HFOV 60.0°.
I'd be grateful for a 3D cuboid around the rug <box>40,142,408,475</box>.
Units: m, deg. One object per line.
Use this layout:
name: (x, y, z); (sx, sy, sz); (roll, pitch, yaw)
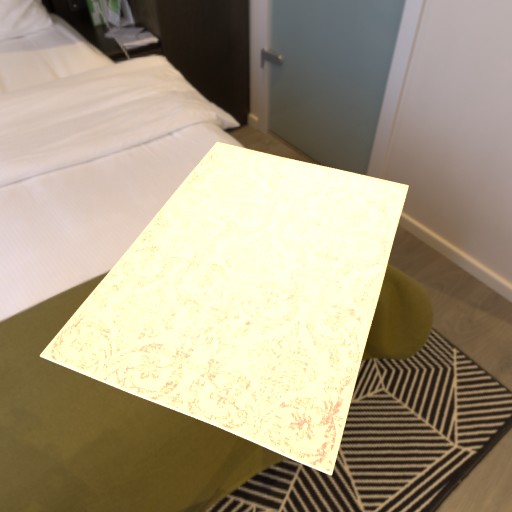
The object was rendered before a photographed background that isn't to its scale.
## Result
rug: (0.000, 0.000, 2.847); (1.598, 0.014, 2.202); (16, 49, 15)
